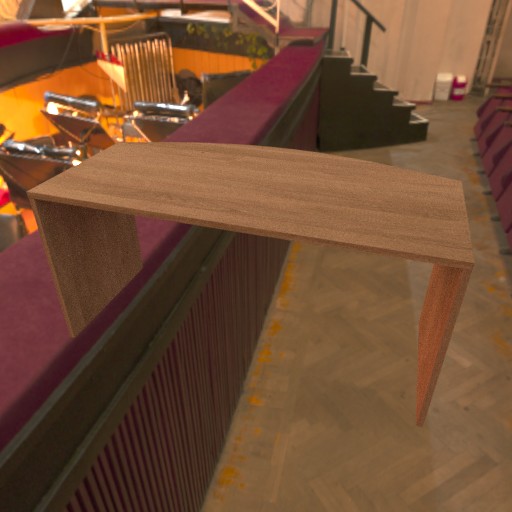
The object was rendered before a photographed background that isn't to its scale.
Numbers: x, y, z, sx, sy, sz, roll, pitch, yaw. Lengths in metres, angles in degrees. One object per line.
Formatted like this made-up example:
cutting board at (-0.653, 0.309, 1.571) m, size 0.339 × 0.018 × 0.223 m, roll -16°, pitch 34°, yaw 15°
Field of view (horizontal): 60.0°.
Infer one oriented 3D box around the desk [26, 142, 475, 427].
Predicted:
desk at (0.000, 0.000, 2.019) m, size 1.600 × 0.752 × 0.802 m, roll 10°, pitch 34°, yaw 15°
